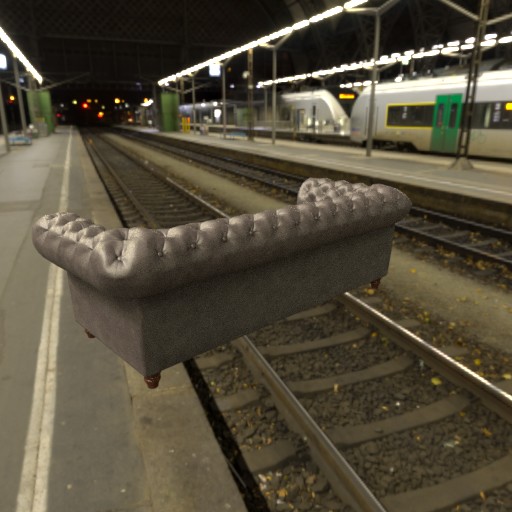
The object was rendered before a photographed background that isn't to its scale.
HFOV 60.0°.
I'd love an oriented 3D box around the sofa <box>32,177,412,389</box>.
[{"bbox_3d":[0.000,0.000,2.848,2.385,0.783,0.944,-15,23,-40],"label":"sofa"}]
